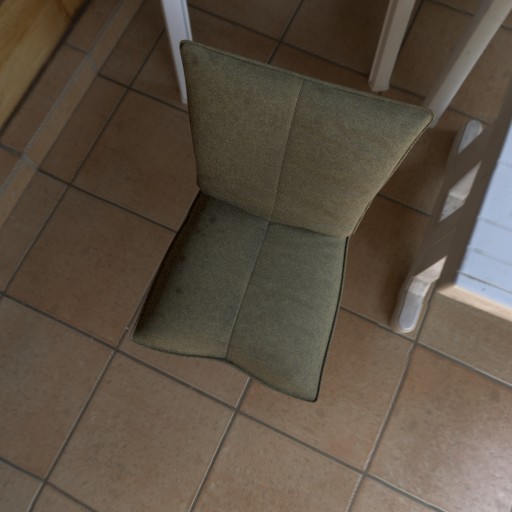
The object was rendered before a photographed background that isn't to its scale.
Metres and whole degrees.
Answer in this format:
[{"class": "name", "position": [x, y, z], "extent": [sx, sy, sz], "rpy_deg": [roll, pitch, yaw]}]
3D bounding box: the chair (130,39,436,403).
[{"class": "chair", "position": [0.000, 0.000, 1.289], "extent": [0.597, 0.811, 0.696], "rpy_deg": [19, 77, 5]}]
